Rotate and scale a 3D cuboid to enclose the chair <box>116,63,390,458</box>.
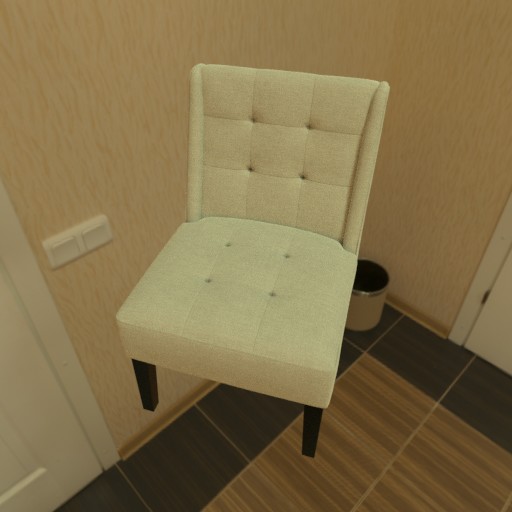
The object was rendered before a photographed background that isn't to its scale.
[{"bbox_3d":[0.000,0.000,1.279,0.569,0.853,0.676,11,42,13],"label":"chair"}]
